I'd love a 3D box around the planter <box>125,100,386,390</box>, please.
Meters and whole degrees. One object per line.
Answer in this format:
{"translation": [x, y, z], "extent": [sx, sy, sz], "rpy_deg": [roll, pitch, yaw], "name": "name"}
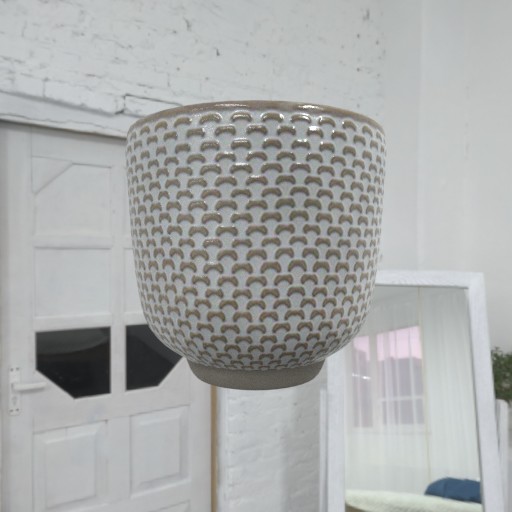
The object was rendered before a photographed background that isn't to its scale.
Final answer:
{"translation": [0.000, 0.000, 0.247], "extent": [0.139, 0.130, 0.139], "rpy_deg": [0, 2, 0], "name": "planter"}
